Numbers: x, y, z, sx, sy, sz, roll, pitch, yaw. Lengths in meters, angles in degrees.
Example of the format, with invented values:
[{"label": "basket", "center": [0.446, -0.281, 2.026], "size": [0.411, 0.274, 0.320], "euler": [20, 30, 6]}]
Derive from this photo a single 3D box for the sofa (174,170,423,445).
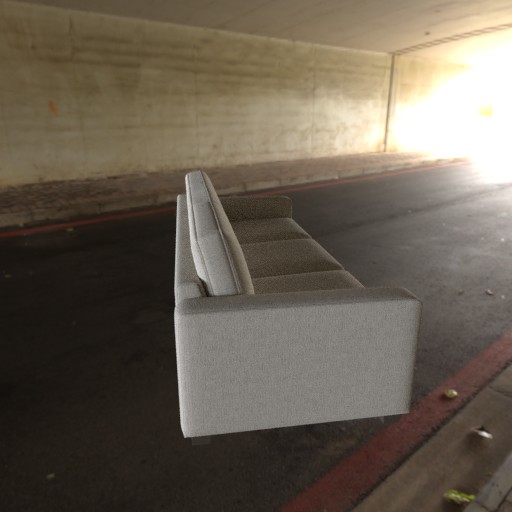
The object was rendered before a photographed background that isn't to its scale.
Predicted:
[{"label": "sofa", "center": [0.000, 0.000, 2.582], "size": [0.900, 0.800, 2.160], "euler": [-3, 18, -9]}]
